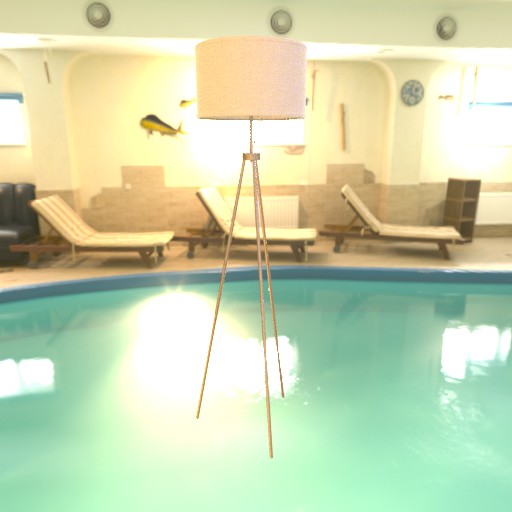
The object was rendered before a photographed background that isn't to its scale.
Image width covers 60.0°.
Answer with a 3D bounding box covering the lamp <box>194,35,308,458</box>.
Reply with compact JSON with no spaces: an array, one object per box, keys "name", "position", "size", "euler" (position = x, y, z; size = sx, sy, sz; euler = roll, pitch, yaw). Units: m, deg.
[{"name":"lamp","position":[0.000,0.000,1.782],"size":[0.448,1.545,0.458],"euler":[-7,16,-26]}]
